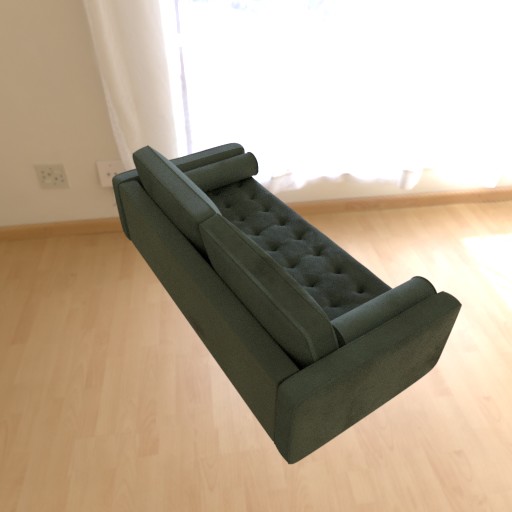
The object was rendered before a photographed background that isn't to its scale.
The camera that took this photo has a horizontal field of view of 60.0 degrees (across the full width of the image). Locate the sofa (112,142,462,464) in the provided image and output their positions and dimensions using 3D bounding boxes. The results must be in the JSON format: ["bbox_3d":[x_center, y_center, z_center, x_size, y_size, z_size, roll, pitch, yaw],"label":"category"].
[{"bbox_3d":[0.000,0.000,2.394,0.916,0.772,1.880,-23,45,-25],"label":"sofa"}]
